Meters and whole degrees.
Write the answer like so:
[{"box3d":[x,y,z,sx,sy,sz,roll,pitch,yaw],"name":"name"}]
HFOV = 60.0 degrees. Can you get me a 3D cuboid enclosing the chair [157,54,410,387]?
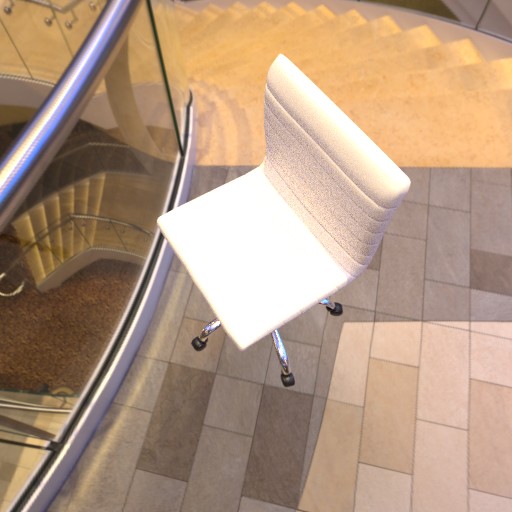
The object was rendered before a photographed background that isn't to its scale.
[{"box3d":[0.000,0.000,1.073,0.455,0.750,0.520,-31,67,-15],"name":"chair"}]
